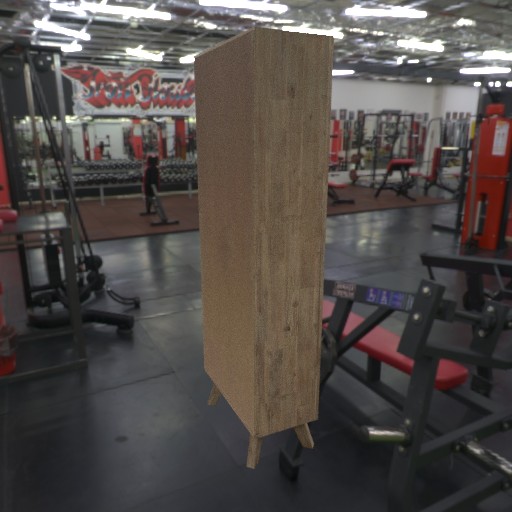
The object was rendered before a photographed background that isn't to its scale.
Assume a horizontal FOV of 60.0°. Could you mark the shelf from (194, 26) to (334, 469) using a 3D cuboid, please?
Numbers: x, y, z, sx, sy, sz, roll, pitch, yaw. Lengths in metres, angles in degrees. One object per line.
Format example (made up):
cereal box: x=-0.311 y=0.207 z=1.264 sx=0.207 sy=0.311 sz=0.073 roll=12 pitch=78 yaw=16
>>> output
shelf: x=0.000 y=0.000 z=1.551 sx=0.267 sy=1.342 sz=0.491 roll=-7 pitch=17 yaw=-25
